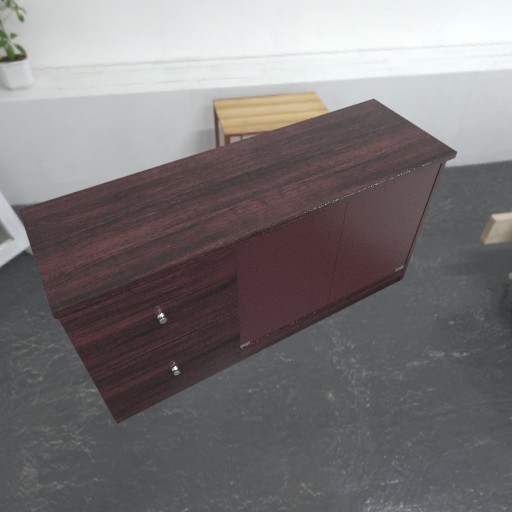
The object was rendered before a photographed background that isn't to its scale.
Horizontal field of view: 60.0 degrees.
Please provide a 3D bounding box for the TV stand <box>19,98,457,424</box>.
[{"bbox_3d":[0.000,0.000,1.460,1.192,0.614,0.404,-23,51,-20],"label":"TV stand"}]
